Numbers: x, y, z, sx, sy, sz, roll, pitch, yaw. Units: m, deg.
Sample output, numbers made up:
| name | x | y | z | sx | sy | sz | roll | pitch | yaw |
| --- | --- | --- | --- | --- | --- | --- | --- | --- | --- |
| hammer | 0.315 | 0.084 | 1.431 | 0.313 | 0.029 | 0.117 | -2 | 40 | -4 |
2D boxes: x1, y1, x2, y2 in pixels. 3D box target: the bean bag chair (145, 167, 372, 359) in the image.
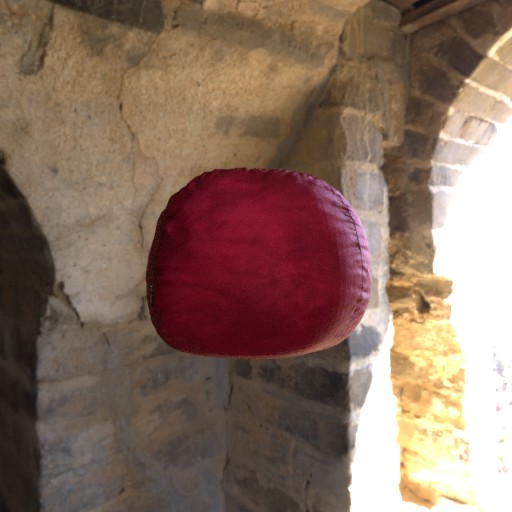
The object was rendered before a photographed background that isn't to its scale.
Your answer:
| name | x | y | z | sx | sy | sz | roll | pitch | yaw |
| --- | --- | --- | --- | --- | --- | --- | --- | --- | --- |
| bean bag chair | 0.000 | 0.000 | 2.837 | 1.216 | 0.867 | 2.293 | 0 | 1 | 1 |
